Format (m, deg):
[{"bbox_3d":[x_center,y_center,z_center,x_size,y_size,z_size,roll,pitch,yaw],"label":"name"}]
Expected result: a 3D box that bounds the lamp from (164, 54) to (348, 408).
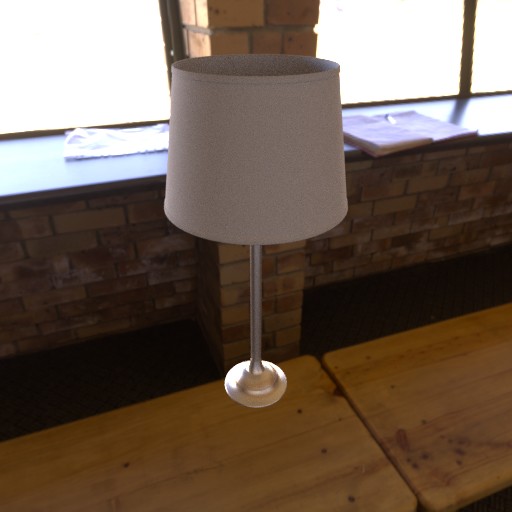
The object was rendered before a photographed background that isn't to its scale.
[{"bbox_3d":[0.000,0.000,0.870,0.331,0.698,0.331,0,30,0],"label":"lamp"}]
